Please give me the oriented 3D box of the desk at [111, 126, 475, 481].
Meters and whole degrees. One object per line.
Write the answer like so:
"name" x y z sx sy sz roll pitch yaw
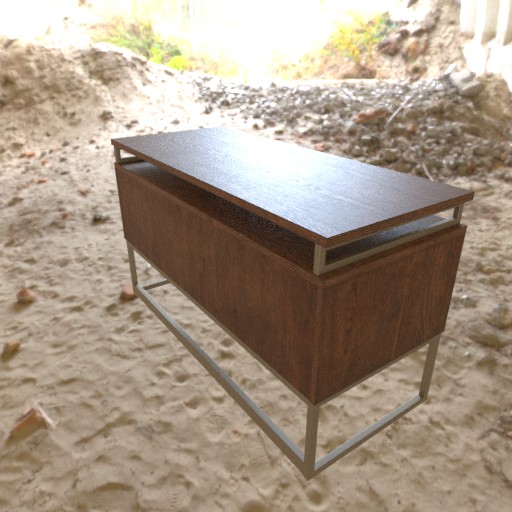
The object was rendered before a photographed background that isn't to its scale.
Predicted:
"desk" 0.000 0.000 1.805 0.610 0.792 1.384 -17 30 -32
